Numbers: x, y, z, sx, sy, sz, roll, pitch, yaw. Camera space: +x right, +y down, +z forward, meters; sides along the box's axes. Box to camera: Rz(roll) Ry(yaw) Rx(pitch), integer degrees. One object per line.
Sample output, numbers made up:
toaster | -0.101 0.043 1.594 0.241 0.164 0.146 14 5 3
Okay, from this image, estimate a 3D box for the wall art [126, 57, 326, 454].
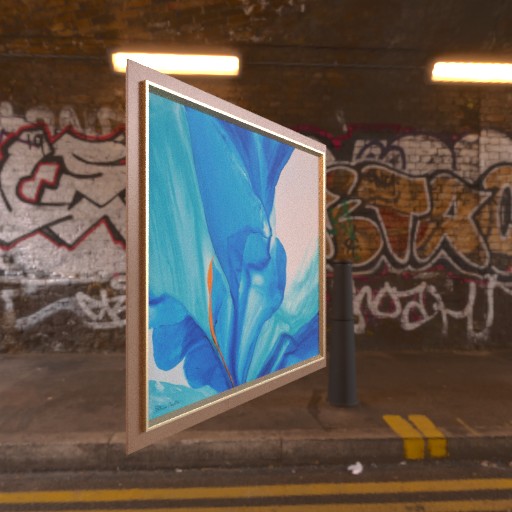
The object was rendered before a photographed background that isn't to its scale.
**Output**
wall art | 0.000 0.000 1.662 0.025 1.067 1.168 0 0 36
